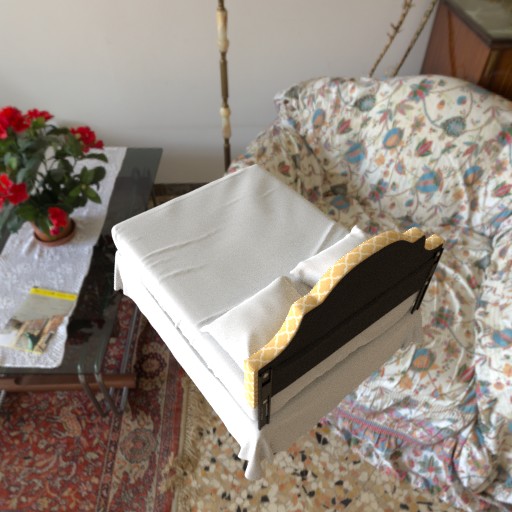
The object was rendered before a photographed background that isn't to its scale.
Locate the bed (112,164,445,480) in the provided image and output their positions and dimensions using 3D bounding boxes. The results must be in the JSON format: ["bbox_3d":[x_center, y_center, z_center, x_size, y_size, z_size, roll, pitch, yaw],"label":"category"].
[{"bbox_3d":[0.000,0.000,3.378,1.780,1.633,2.222,-29,52,-25],"label":"bed"}]
